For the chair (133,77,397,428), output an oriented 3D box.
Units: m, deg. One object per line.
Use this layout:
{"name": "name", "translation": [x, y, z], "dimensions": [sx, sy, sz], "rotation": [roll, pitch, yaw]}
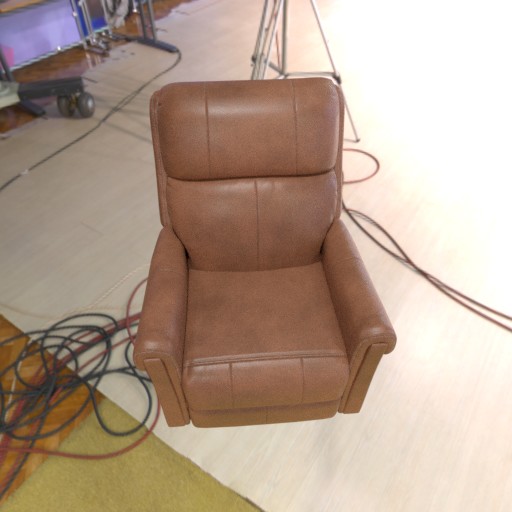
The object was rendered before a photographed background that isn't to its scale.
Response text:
{"name": "chair", "translation": [0.000, 0.000, 1.726], "dimensions": [0.838, 1.054, 1.014], "rotation": [-3, 46, -3]}
